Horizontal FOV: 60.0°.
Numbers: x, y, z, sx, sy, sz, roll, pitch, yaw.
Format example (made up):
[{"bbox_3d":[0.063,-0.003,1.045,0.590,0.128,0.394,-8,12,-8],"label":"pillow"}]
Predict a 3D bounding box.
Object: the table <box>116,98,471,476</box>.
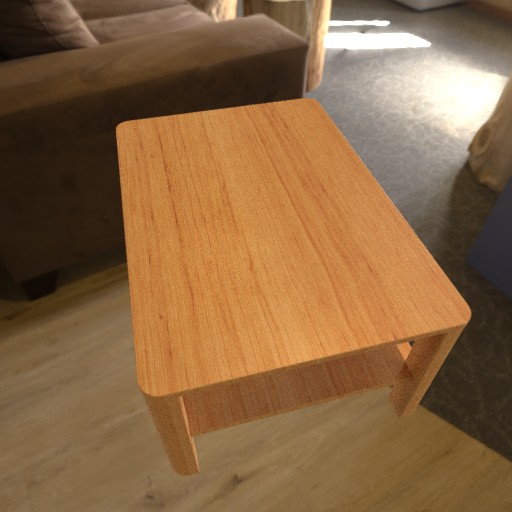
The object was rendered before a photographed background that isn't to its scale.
[{"bbox_3d":[0.000,0.000,1.348,0.696,0.445,0.997,-11,48,-10],"label":"table"}]
